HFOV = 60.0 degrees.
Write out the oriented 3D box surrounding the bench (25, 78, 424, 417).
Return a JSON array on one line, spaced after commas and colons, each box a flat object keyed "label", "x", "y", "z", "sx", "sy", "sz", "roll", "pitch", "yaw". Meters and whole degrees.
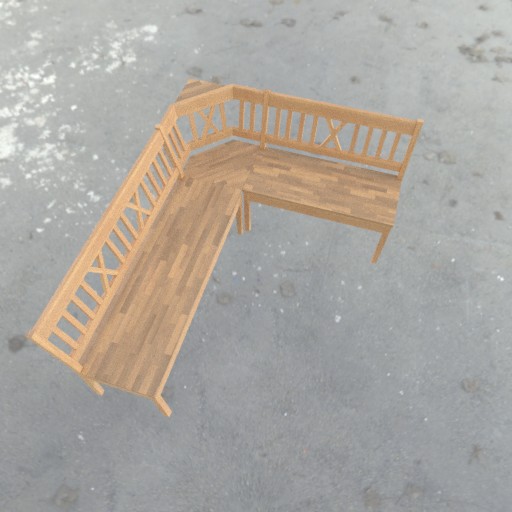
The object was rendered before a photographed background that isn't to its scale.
[{"label": "bench", "x": 0.000, "y": 0.000, "z": 2.704, "sx": 1.537, "sy": 0.902, "sz": 1.937, "roll": 15, "pitch": 59, "yaw": 9}]
